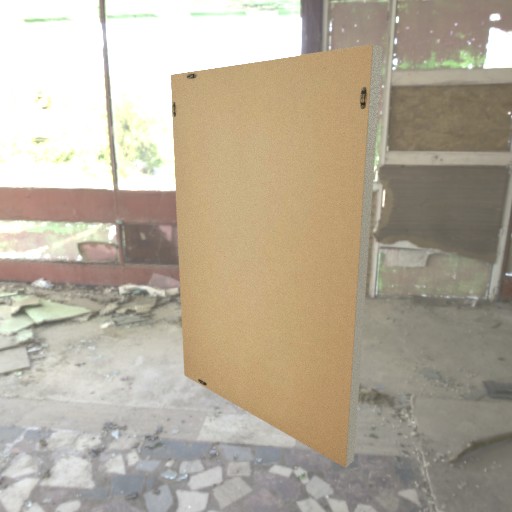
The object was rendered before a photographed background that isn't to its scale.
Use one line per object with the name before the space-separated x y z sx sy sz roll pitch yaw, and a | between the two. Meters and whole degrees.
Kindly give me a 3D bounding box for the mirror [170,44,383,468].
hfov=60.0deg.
mirror | 0.000 0.000 1.133 0.609 0.914 0.041 14 21 41
